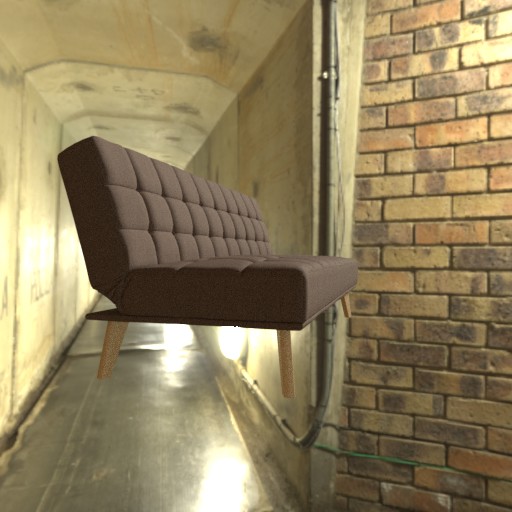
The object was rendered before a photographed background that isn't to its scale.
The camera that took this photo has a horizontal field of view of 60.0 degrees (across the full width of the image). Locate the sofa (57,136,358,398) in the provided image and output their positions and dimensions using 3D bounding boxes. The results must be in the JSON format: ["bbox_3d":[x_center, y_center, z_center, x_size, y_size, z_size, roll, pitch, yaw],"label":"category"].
[{"bbox_3d":[0.000,0.000,2.218,0.860,0.810,1.800,0,0,17],"label":"sofa"}]
